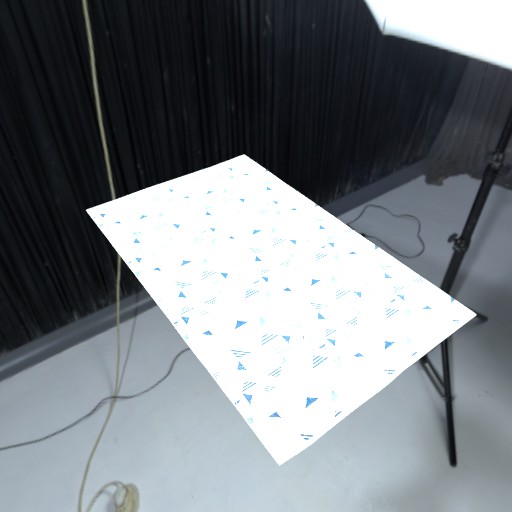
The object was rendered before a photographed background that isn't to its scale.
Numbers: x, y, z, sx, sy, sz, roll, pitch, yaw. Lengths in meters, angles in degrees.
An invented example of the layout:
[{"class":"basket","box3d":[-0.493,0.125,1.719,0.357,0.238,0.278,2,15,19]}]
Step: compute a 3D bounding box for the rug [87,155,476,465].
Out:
[{"class":"rug","box3d":[0.000,0.000,3.068,1.512,0.009,2.457,-26,47,-26]}]
